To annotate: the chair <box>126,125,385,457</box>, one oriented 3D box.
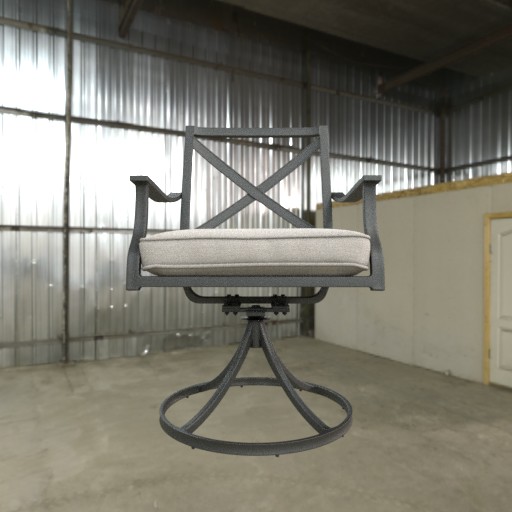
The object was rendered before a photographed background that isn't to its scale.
[{"bbox_3d":[0.000,0.000,1.253,0.575,0.889,0.620,0,1,0],"label":"chair"}]
